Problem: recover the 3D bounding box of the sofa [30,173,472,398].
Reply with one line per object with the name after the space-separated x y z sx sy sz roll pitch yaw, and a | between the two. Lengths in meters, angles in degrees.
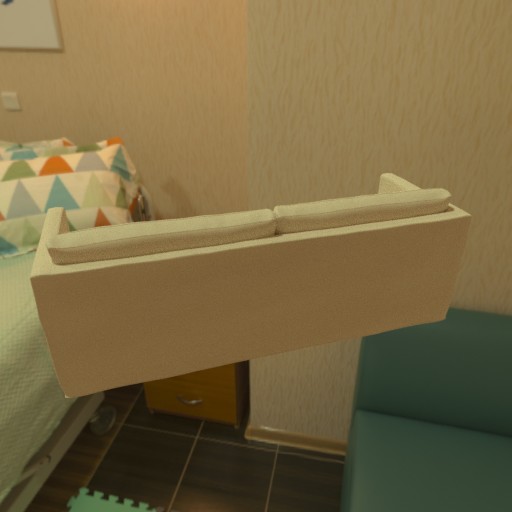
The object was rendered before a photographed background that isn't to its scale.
0.000 0.000 3.198 2.779 0.999 1.036 -8 29 -15 | sofa
